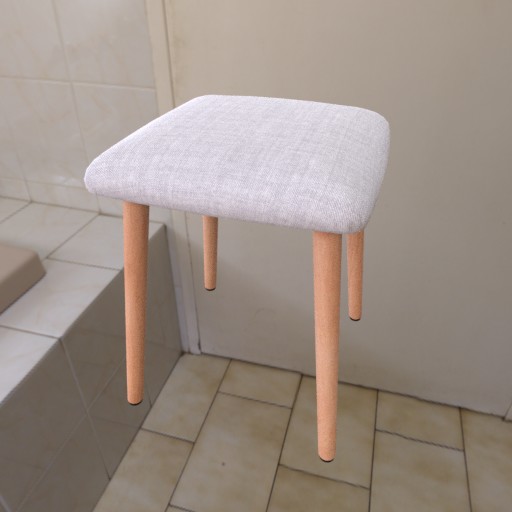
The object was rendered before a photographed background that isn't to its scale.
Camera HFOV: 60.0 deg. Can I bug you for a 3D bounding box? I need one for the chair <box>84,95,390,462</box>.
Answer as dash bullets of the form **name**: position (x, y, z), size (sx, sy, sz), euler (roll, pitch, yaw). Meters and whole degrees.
- **chair**: position (0.000, 0.000, 0.704), size (0.350, 0.440, 0.350), euler (10, 35, 15)
